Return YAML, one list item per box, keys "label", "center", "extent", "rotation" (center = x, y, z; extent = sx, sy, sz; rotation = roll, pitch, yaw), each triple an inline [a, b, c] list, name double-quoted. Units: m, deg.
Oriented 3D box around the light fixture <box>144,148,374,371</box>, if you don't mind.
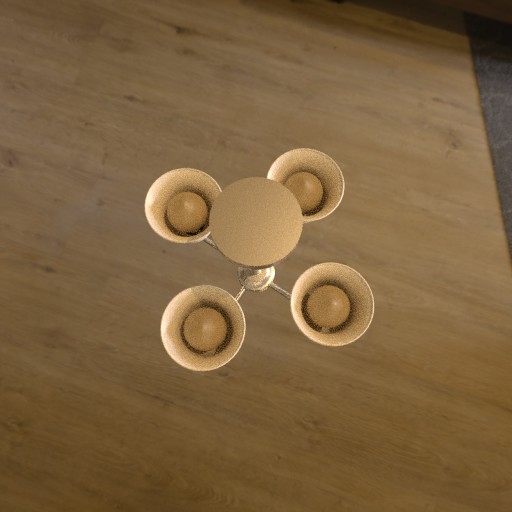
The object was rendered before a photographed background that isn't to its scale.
- label: "light fixture"
  center: [0.000, 0.000, 0.747]
  extent: [0.427, 0.370, 0.427]
  rotation: [34, 78, 8]
